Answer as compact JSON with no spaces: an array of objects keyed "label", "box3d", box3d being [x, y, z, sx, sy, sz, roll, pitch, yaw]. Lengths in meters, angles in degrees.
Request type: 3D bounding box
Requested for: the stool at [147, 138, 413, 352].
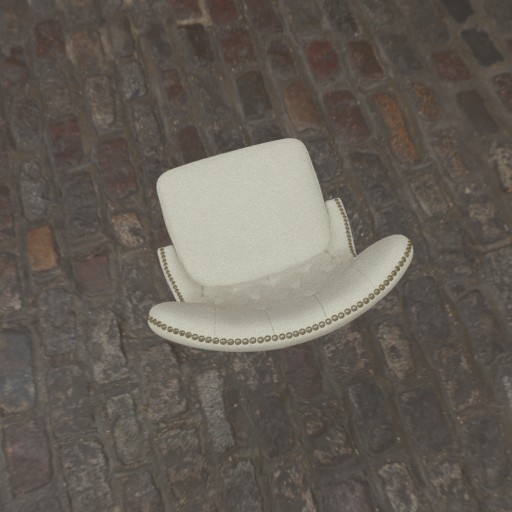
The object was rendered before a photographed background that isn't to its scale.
[{"label":"stool","box3d":[0.000,0.000,1.302,0.528,0.971,0.593,-16,75,-4]}]
